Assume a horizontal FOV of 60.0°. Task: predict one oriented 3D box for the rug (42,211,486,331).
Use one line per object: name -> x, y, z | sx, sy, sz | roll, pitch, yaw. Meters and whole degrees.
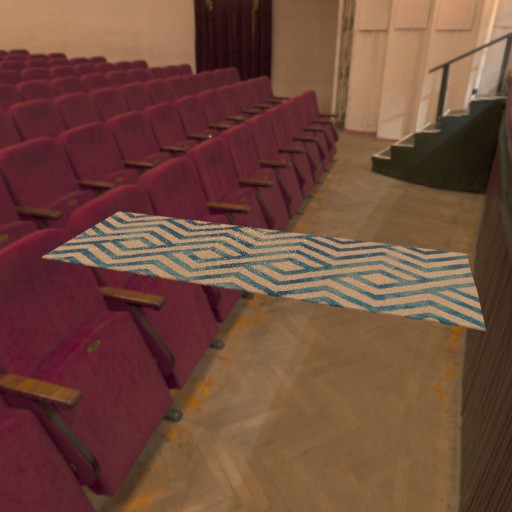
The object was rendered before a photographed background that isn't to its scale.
rug -> 0.000, 0.000, 1.637 | 1.492, 0.007, 0.503 | 8, 27, 16
